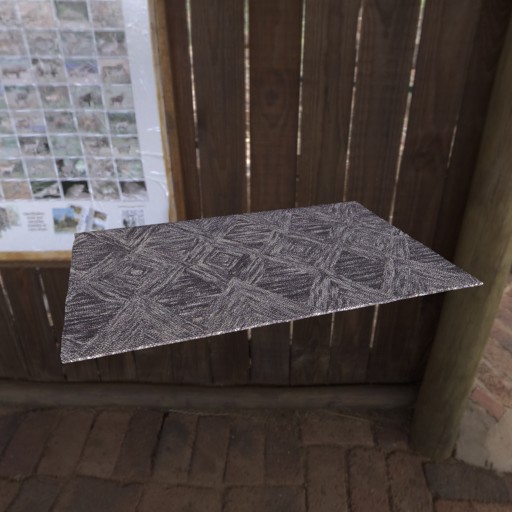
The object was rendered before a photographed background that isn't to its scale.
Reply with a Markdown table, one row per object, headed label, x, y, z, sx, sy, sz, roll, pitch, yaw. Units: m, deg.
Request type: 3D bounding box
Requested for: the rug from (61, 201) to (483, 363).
| label | x | y | z | sx | sy | sz | roll | pitch | yaw |
| --- | --- | --- | --- | --- | --- | --- | --- | --- | --- |
| rug | 0.000 | 0.000 | 2.286 | 1.814 | 0.012 | 1.186 | -8 | 27 | -16 |
